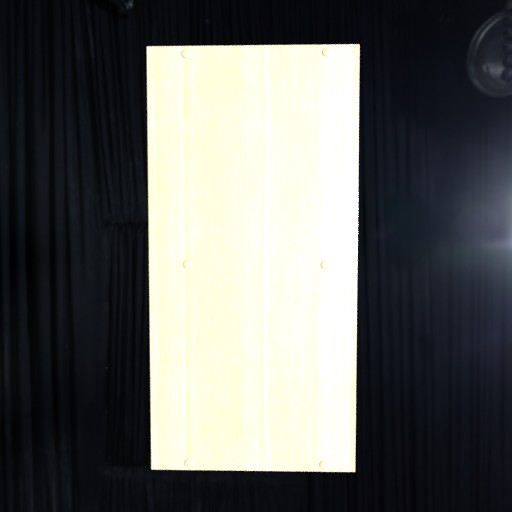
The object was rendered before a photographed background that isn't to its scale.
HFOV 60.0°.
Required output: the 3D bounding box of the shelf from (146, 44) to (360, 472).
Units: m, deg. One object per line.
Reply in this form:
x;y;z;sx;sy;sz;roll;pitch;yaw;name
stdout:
0.000;0.000;0.820;0.290;0.592;0.414;0;3;1;shelf
